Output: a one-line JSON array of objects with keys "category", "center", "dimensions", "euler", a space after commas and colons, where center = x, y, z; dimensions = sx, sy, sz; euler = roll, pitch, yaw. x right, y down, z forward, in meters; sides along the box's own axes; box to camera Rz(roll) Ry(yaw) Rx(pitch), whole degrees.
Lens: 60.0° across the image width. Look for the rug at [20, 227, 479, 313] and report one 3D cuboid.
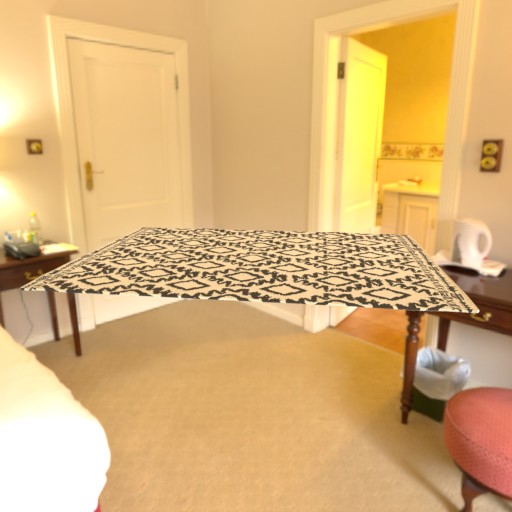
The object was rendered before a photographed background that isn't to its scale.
[{"category": "rug", "center": [0.000, 0.000, 4.329], "dimensions": [3.369, 0.036, 2.444], "euler": [2, 15, 8]}]
